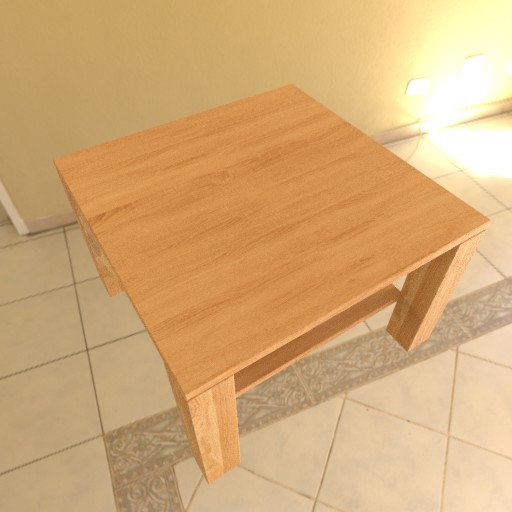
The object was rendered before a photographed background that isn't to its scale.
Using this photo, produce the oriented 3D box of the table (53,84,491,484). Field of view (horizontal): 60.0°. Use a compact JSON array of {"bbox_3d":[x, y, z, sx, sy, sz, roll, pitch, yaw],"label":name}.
[{"bbox_3d":[0.000,0.000,1.145,0.700,0.450,0.700,-25,52,-21],"label":"table"}]
